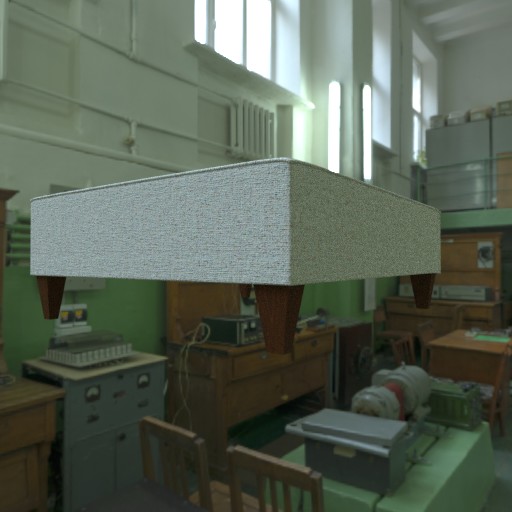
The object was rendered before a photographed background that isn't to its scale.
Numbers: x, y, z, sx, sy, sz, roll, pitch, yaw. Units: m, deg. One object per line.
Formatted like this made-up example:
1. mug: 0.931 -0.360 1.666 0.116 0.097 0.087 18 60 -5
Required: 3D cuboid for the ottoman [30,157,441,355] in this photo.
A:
1. ottoman: 0.000 0.000 1.177 0.736 0.303 0.835 0 -1 36
